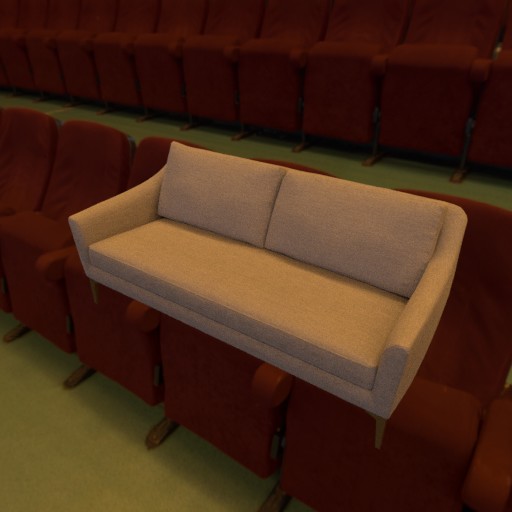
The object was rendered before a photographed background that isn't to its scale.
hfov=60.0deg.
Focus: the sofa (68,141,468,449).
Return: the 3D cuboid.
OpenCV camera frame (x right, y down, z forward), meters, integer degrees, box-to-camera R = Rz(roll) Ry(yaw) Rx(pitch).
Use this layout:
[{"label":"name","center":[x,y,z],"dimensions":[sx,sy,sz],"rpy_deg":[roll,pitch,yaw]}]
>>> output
[{"label":"sofa","center":[0.000,0.000,2.521],"dimensions":[2.036,0.913,0.980],"rpy_deg":[19,35,29]}]
